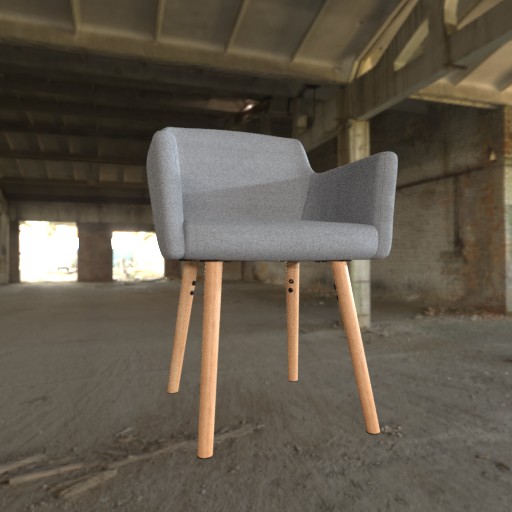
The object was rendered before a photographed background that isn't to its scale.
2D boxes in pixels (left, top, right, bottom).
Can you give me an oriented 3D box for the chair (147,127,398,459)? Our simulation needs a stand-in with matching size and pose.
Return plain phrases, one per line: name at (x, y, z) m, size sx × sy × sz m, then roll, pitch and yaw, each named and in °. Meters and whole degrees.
chair at (0.000, 0.000, 1.162) m, size 0.570 × 0.780 × 0.540 m, roll 0°, pitch 0°, yaw -19°
